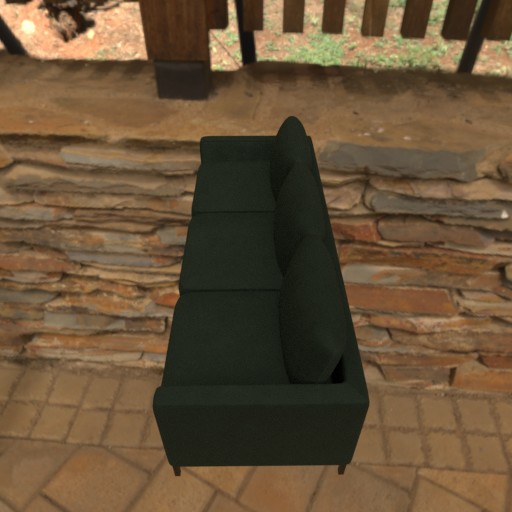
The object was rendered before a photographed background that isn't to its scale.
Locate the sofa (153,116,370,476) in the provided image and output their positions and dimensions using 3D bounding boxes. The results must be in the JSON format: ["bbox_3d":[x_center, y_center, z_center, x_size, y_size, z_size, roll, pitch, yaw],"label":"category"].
[{"bbox_3d":[0.000,0.000,2.645,0.859,0.870,2.218,0,42,0],"label":"sofa"}]
